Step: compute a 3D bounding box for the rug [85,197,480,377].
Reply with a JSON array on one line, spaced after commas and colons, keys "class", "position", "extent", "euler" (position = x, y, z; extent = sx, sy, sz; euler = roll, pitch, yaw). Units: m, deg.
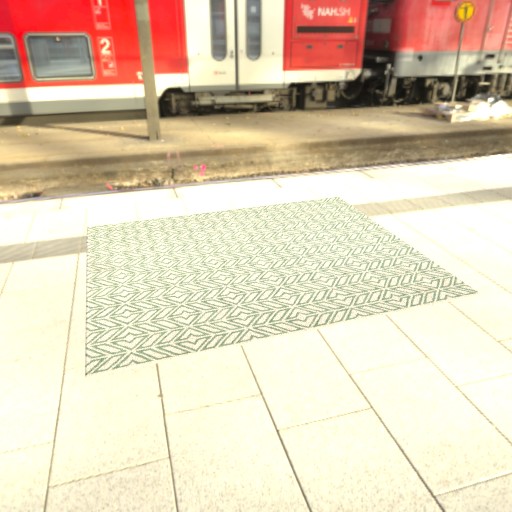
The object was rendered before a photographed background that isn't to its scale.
[{"class": "rug", "position": [0.000, 0.000, 4.205], "extent": [3.050, 0.017, 2.441], "euler": [-9, 29, -16]}]
